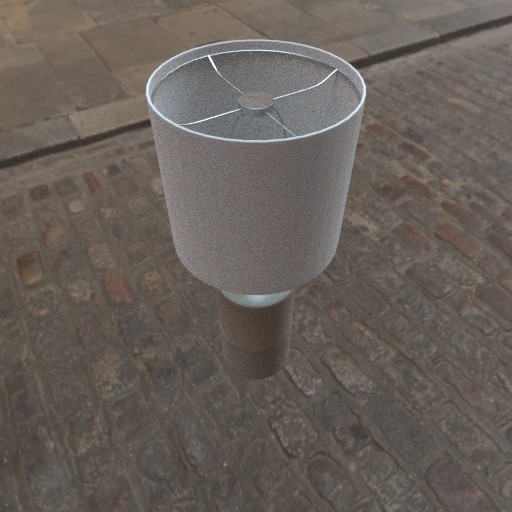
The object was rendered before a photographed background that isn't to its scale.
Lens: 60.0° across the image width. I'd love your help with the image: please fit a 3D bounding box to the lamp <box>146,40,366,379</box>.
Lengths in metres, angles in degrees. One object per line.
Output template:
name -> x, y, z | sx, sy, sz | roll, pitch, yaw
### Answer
lamp -> 0.000, 0.000, 0.610 | 0.212, 0.493, 0.212 | -24, 51, -21
